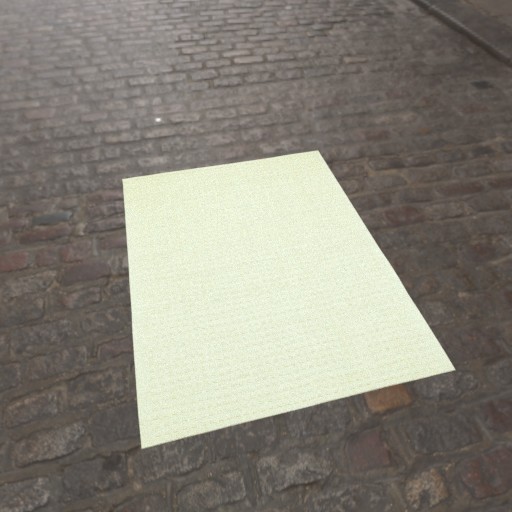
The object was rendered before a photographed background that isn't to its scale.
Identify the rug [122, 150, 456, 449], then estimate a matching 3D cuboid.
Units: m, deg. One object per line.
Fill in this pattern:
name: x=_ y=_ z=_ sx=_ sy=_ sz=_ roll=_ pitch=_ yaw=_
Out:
rug: x=0.000 y=0.000 z=4.349 sx=2.452 sy=0.016 sz=3.204 roll=-10 pitch=47 yaw=-10
